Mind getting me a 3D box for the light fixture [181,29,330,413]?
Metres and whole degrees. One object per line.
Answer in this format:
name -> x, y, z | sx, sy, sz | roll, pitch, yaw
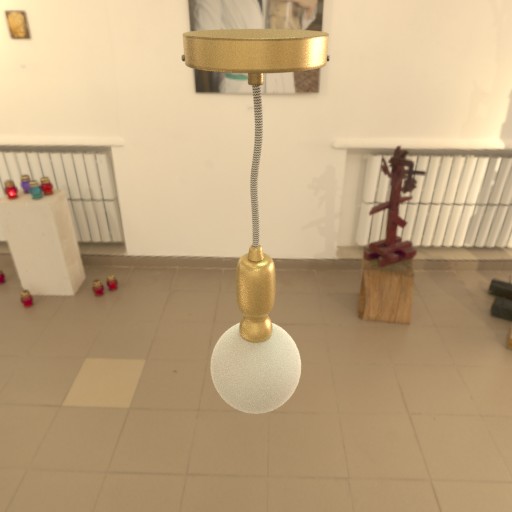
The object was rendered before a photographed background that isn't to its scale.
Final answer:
light fixture -> 0.000, 0.000, 0.566 | 0.147, 0.510, 0.146 | 1, 30, 1
